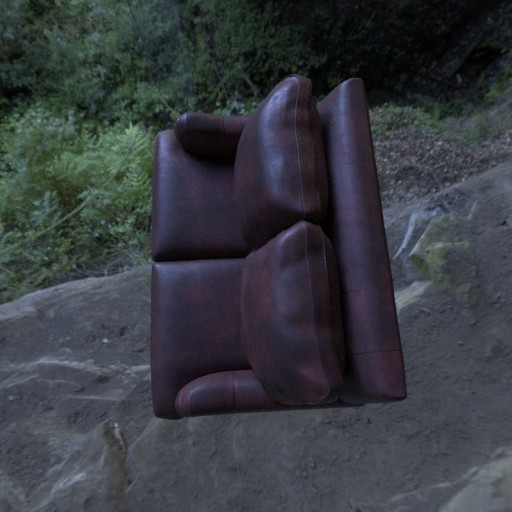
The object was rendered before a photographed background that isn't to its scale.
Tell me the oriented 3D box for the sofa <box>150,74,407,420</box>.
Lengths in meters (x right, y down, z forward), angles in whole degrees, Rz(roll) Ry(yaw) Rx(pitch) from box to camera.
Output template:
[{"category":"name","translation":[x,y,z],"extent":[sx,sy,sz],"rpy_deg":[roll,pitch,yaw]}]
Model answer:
[{"category":"sofa","translation":[0.000,0.000,2.385],"extent":[1.148,1.070,1.628],"rpy_deg":[-3,74,-1]}]
